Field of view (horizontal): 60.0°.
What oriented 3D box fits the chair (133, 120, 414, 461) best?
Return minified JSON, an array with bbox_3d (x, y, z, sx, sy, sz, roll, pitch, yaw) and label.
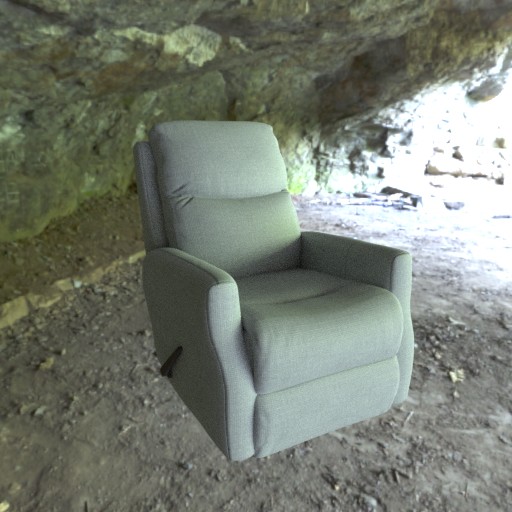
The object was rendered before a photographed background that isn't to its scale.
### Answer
[{"bbox_3d":[0.000,0.000,1.729,0.829,1.030,1.080,-8,17,-26],"label":"chair"}]
